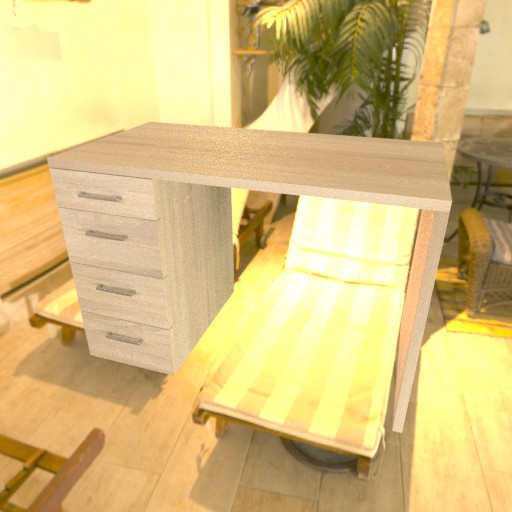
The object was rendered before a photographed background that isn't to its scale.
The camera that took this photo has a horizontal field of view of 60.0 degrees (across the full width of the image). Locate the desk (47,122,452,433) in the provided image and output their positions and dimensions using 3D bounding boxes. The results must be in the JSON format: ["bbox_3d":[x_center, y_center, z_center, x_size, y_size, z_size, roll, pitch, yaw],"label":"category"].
[{"bbox_3d":[0.000,0.000,1.535,1.100,0.731,0.600,9,29,17],"label":"desk"}]
